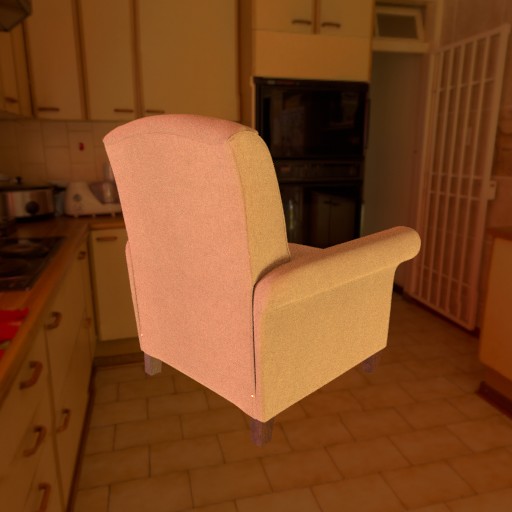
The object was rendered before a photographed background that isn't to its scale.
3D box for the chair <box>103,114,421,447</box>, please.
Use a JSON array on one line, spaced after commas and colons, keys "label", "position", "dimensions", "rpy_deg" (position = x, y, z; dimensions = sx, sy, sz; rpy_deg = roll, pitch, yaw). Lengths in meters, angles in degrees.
[{"label": "chair", "position": [0.000, 0.000, 1.804], "dimensions": [0.905, 1.061, 0.978], "rpy_deg": [-14, 19, -43]}]
